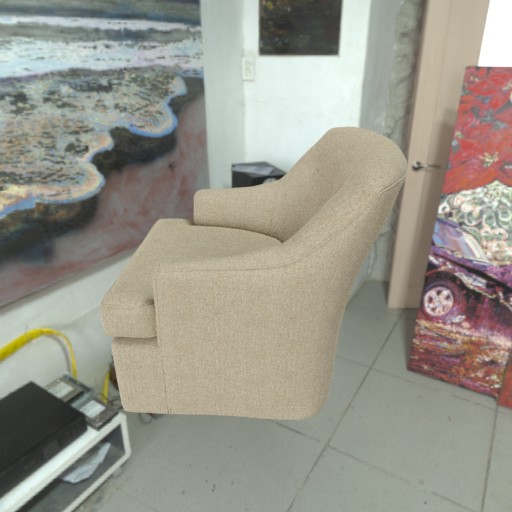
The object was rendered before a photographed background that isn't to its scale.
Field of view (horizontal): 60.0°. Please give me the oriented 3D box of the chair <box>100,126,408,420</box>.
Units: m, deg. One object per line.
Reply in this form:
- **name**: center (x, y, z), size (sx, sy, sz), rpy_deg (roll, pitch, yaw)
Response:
- **chair**: center (0.000, 0.000, 1.624), size (0.923, 0.856, 0.864), rpy_deg (1, 24, 2)
